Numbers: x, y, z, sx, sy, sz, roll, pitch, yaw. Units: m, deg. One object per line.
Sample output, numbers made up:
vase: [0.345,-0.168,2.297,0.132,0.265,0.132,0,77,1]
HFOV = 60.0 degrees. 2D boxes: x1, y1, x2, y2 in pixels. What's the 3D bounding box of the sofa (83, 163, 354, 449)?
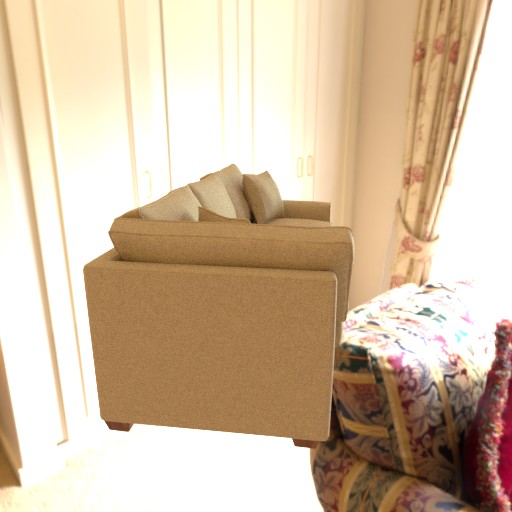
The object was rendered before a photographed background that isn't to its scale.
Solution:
sofa: [0.000,0.000,2.811,1.061,0.962,2.317,3,17,8]
